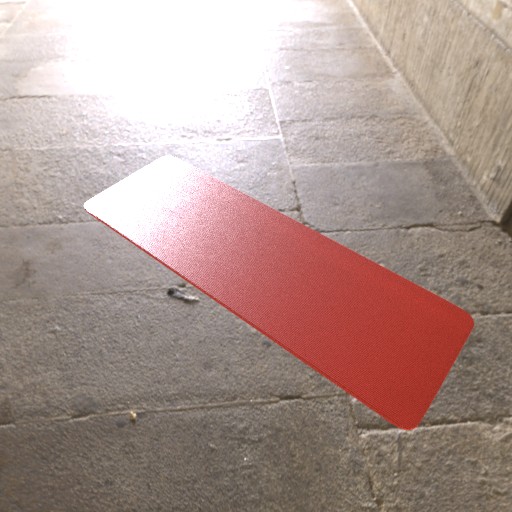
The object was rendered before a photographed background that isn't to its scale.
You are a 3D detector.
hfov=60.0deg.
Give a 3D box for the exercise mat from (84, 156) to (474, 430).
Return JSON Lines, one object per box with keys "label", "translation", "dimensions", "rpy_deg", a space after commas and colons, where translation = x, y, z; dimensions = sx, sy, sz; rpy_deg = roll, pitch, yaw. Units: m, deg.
{"label": "exercise mat", "translation": [0.000, 0.000, 2.059], "dimensions": [1.869, 0.021, 0.616], "rpy_deg": [31, 54, 26]}
